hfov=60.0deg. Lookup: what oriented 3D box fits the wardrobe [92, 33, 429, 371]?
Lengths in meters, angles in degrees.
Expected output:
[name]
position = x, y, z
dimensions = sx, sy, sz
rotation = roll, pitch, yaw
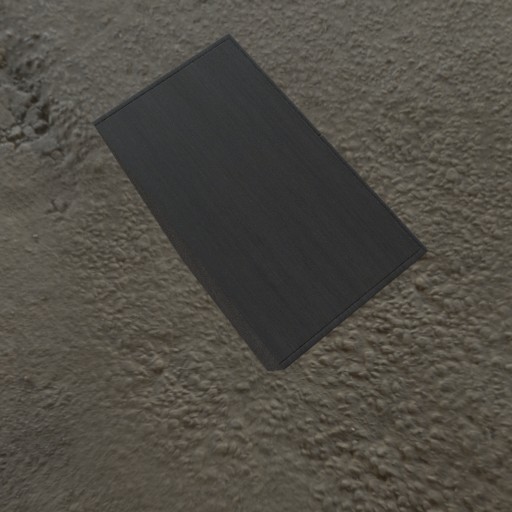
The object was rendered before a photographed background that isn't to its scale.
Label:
[wardrobe]
position = 0.000, 0.000, 2.256
dimensions = 0.577, 1.808, 0.991
rotation = -37, 78, -9
